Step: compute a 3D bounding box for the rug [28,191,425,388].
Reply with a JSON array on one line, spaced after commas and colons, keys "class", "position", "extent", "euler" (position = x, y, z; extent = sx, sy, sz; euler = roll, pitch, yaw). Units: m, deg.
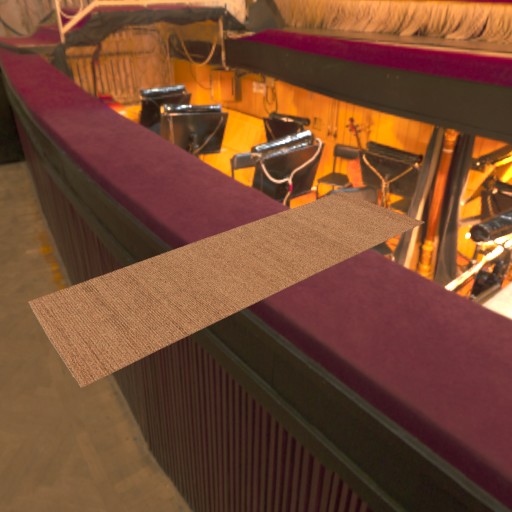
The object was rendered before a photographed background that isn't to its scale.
[{"class": "rug", "position": [0.000, 0.000, 2.648], "extent": [2.390, 0.014, 0.741], "euler": [-22, 37, -33]}]
